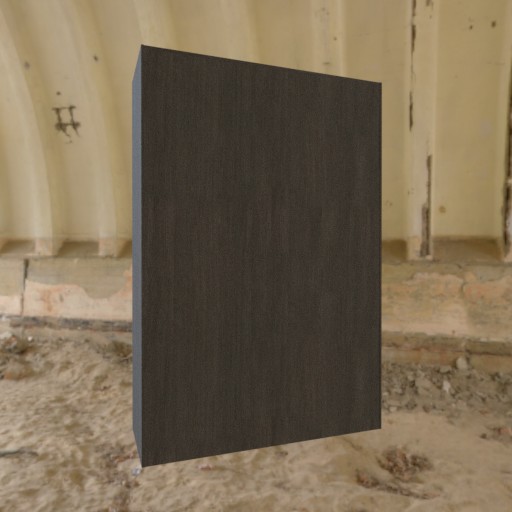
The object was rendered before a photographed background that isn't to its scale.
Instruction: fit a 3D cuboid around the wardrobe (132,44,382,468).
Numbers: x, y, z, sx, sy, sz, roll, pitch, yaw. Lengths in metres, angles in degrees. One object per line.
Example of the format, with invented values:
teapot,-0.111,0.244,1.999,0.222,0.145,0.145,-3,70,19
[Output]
wardrobe,0.000,0.000,2.461,1.290,1.910,0.510,0,0,-20
